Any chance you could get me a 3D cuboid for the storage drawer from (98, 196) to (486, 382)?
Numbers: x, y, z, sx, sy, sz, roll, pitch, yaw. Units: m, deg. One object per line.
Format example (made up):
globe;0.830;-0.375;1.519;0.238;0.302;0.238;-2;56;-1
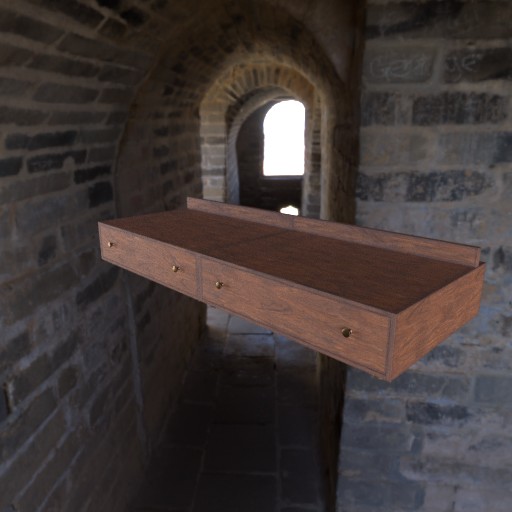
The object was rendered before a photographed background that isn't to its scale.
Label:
storage drawer;0.000;0.000;2.241;0.774;0.339;1.914;-15;22;-43
